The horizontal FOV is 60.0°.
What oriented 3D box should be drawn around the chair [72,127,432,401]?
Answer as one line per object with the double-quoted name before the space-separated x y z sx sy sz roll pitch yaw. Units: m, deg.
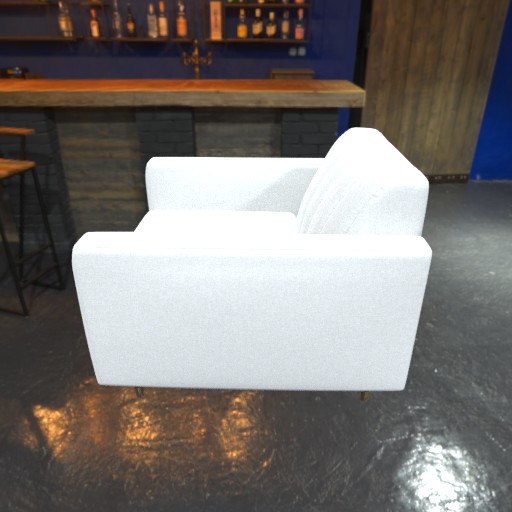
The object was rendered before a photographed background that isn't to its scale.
"chair" 0.000 0.000 1.661 0.998 0.819 0.953 1 28 1
